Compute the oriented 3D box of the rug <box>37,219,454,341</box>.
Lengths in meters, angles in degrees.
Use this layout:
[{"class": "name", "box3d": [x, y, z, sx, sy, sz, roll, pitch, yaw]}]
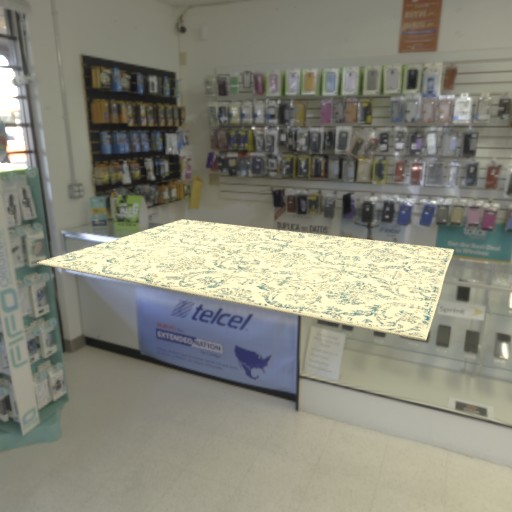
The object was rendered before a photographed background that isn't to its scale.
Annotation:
[{"class": "rug", "box3d": [0.000, 0.000, 3.485, 2.746, 0.018, 1.819, 8, 18, 26]}]
